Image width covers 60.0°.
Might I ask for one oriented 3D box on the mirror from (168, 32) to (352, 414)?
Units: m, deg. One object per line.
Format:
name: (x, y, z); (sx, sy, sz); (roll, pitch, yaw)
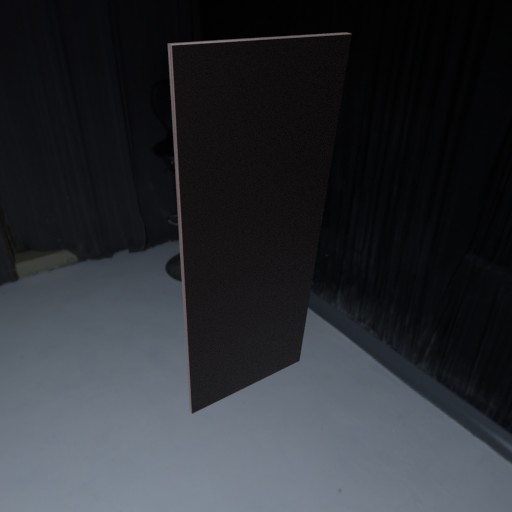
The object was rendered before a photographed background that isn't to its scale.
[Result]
mirror: (0.000, 0.000, 2.263); (0.812, 2.020, 0.221); (-18, 36, -28)
